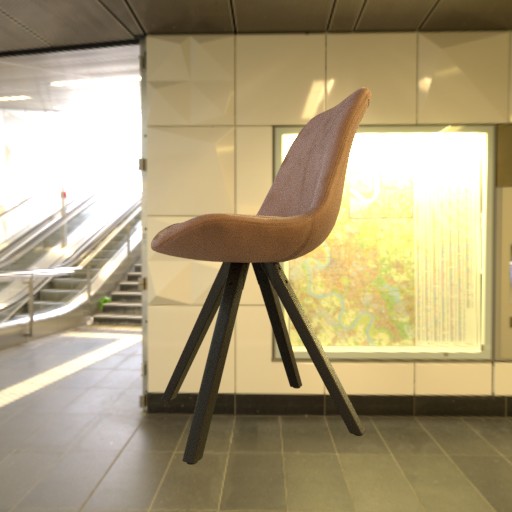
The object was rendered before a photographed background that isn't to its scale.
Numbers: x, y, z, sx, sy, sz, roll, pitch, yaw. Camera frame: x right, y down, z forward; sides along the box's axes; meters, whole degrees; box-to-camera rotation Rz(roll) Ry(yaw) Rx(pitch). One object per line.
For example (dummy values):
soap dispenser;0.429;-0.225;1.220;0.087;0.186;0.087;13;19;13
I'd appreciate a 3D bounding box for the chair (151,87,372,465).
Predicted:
chair;0.000;0.000;1.188;0.547;0.865;0.483;0;1;-18
